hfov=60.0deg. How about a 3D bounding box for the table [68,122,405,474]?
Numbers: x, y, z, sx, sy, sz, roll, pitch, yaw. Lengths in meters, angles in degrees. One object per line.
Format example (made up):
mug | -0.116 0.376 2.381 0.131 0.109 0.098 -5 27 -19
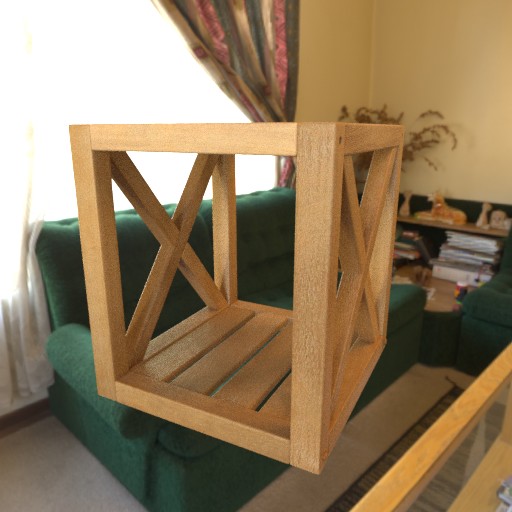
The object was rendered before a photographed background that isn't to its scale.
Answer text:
table | 0.000 0.000 1.071 0.558 0.610 0.559 8 18 26
